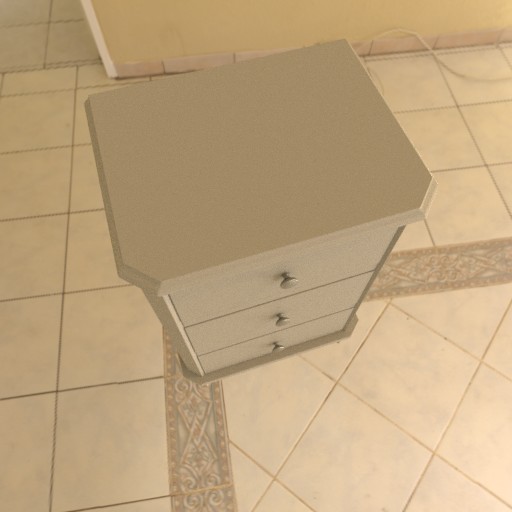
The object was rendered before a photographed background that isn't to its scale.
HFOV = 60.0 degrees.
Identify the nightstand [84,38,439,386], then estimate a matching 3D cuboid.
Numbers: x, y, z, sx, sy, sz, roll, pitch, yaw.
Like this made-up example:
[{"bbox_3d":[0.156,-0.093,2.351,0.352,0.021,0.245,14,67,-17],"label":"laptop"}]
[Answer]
[{"bbox_3d":[0.000,0.000,0.933,0.450,0.680,0.350,-16,64,-8],"label":"nightstand"}]
